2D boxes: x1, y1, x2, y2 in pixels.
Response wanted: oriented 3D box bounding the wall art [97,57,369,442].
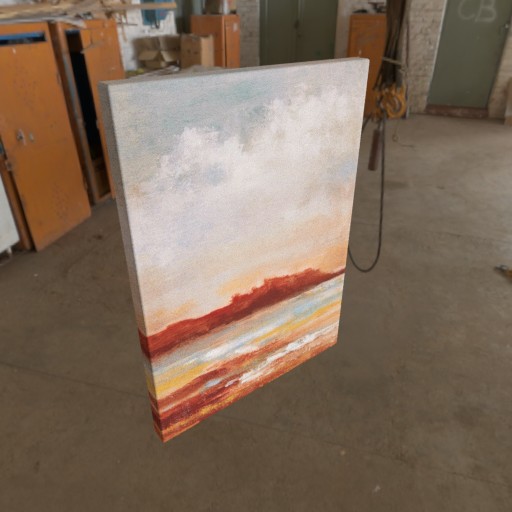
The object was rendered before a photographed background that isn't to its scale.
[{"bbox_3d":[0.000,0.000,0.770,0.443,0.605,0.035,-21,36,-32],"label":"wall art"}]
